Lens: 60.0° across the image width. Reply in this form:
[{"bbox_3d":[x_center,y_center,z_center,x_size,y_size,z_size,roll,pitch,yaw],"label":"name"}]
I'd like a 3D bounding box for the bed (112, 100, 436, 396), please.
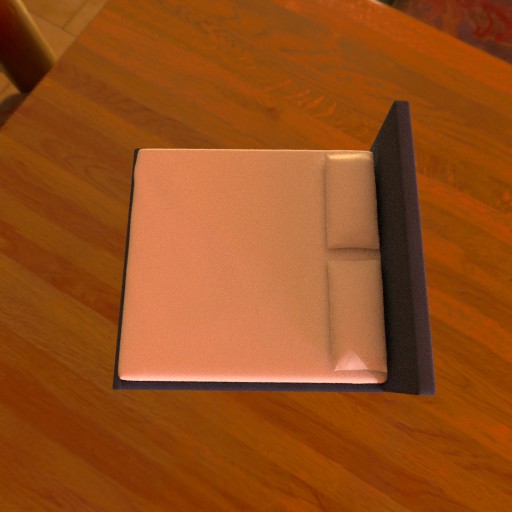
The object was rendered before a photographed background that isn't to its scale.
[{"bbox_3d":[0.000,0.000,3.553,2.232,1.231,2.096,1,75,0],"label":"bed"}]
